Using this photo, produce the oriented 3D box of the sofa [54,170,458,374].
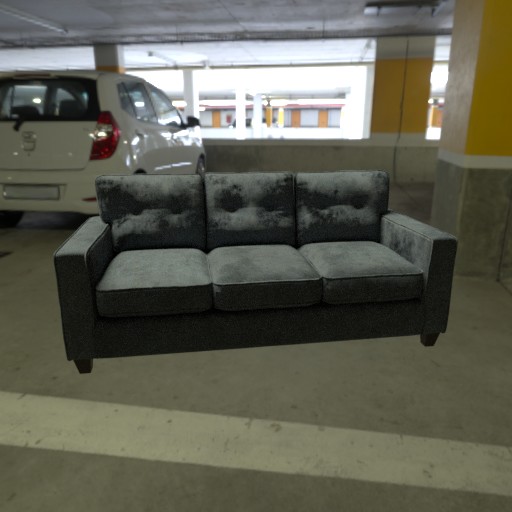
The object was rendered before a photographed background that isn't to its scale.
[{"bbox_3d":[0.000,0.000,2.735,2.133,0.965,0.939,-3,17,-8],"label":"sofa"}]
